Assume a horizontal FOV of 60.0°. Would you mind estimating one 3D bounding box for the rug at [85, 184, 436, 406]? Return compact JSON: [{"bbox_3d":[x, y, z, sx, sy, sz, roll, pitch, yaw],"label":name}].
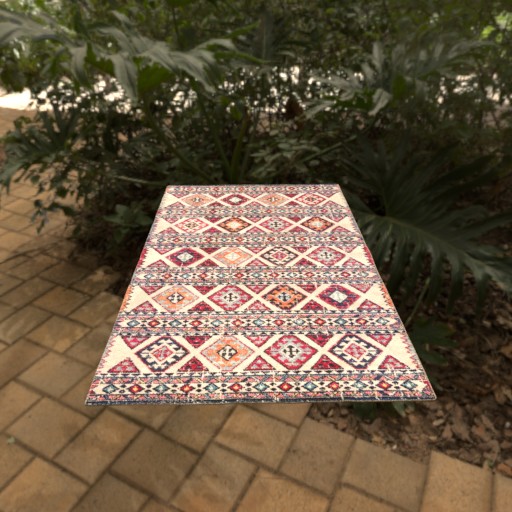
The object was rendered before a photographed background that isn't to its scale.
[{"bbox_3d":[0.000,0.000,2.957,1.545,0.010,2.440,-1,32,-1],"label":"rug"}]
